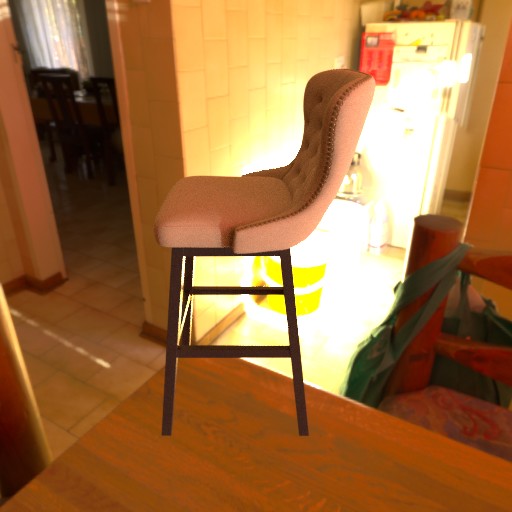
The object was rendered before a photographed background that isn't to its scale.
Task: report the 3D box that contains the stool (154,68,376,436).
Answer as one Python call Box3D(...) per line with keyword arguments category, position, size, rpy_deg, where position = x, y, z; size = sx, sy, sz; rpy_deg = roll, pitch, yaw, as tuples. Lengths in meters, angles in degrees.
Box3D(category="stool", position=(0.000, 0.000, 1.387), size=(0.605, 1.066, 0.528), rpy_deg=(0, 26, 0))
